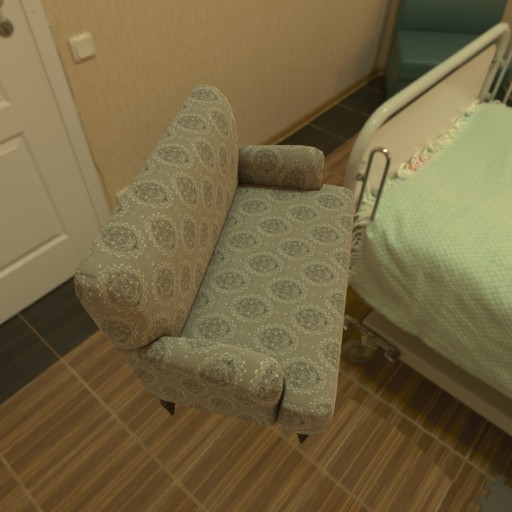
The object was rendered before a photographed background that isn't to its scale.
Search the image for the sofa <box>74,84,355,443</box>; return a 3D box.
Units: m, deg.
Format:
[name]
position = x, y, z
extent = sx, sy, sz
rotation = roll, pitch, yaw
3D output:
[sofa]
position = 0.000, 0.000, 1.835
extent = 0.779, 0.889, 1.297
rotation = 9, 48, 8
